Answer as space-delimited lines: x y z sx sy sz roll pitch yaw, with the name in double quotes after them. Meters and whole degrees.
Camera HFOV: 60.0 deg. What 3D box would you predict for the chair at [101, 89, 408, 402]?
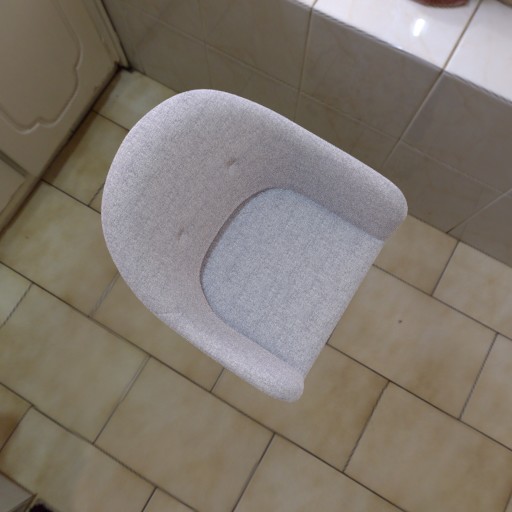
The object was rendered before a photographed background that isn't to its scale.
0.000 0.000 1.160 0.570 0.780 0.540 32 79 7 "chair"
